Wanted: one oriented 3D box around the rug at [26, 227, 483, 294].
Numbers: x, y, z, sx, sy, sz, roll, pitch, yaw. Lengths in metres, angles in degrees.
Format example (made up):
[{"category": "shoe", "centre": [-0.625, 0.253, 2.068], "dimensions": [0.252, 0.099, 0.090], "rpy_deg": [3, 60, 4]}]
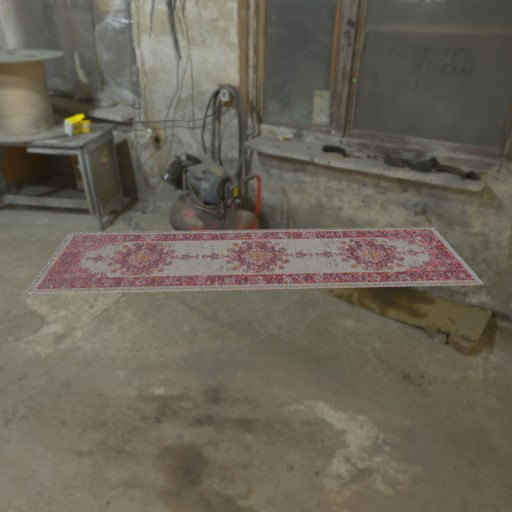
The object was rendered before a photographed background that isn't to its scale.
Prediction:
[{"category": "rug", "centre": [0.000, 0.000, 2.500], "dimensions": [2.294, 0.011, 0.666], "rpy_deg": [-1, 30, -2]}]
